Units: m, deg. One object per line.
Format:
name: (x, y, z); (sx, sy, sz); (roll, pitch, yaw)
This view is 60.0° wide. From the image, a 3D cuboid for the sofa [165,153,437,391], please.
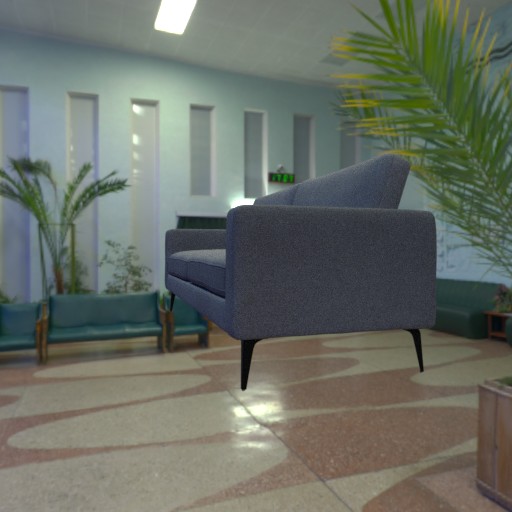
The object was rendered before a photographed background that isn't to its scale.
sofa: (0.000, 0.000, 2.398); (0.774, 0.828, 1.925); (0, 1, -18)
